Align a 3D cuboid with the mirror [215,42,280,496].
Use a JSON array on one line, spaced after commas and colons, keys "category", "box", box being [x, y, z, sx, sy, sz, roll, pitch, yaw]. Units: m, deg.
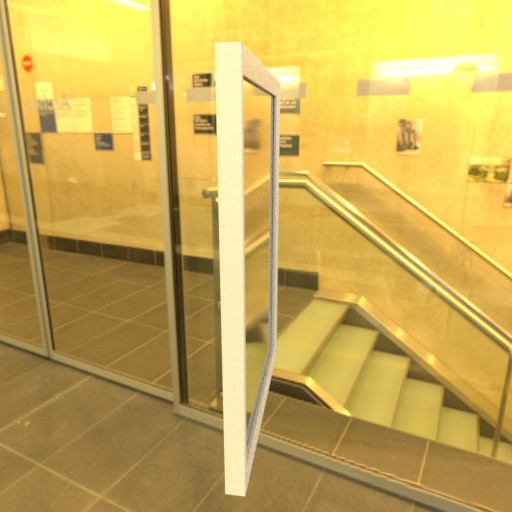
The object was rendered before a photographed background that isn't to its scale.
[{"category": "mirror", "box": [0.000, 0.000, 0.903, 0.040, 0.710, 0.507, 2, 16, 8]}]
